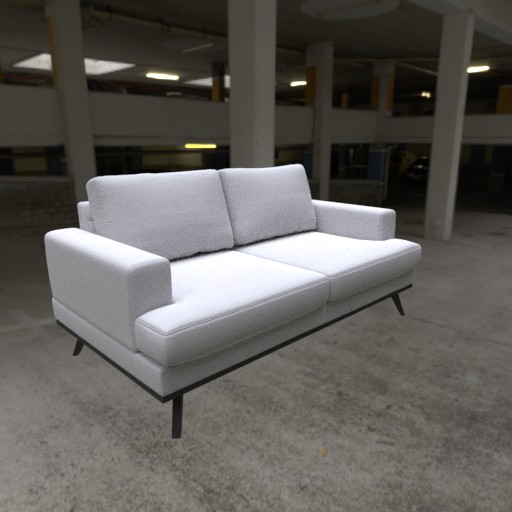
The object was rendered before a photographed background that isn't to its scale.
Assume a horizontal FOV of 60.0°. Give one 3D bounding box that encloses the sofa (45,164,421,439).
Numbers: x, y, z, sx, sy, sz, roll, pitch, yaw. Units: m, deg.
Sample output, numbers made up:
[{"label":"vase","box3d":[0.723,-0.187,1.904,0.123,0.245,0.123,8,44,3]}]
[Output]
[{"label":"sofa","box3d":[0.000,0.000,2.162,1.650,0.810,0.920,-14,20,-42]}]
